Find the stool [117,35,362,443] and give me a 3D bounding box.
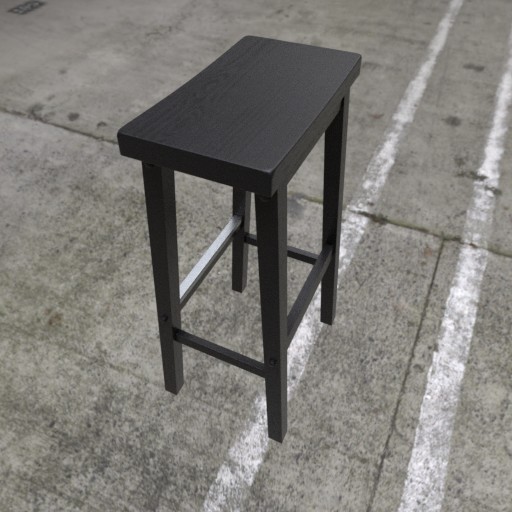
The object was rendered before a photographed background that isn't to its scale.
[{"bbox_3d":[0.000,0.000,0.951,0.322,0.742,0.406,18,48,17],"label":"stool"}]
